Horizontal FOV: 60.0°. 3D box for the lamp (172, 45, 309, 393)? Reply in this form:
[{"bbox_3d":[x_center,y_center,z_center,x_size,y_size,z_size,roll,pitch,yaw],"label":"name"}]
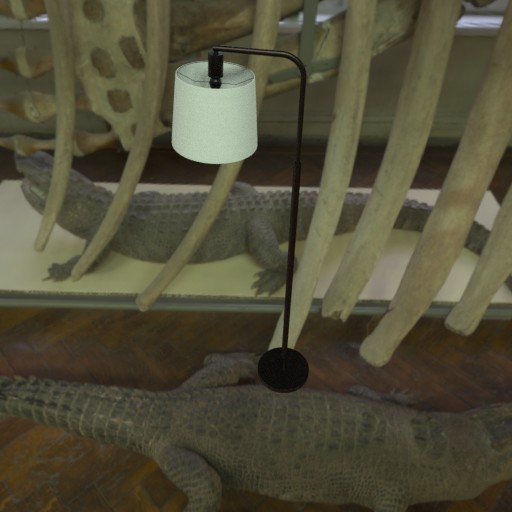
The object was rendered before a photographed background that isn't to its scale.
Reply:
[{"bbox_3d":[0.000,0.000,1.654,0.508,1.478,0.254,1,42,1],"label":"lamp"}]
